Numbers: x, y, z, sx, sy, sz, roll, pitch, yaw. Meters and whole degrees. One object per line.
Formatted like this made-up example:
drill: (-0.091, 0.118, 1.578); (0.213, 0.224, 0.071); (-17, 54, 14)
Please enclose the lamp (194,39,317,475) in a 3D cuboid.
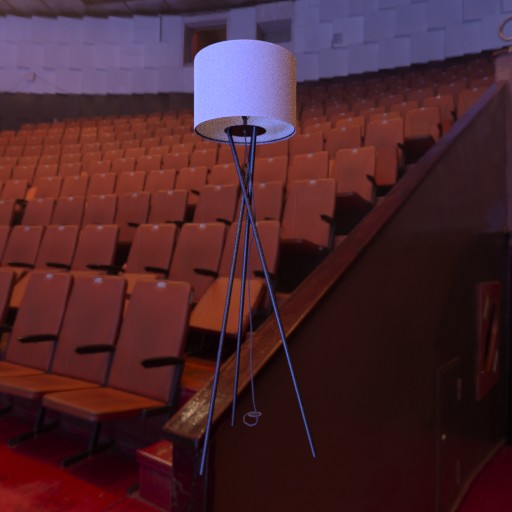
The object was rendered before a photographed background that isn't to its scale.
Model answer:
lamp: (0.000, 0.000, 1.894); (0.522, 1.624, 0.667); (0, 0, 36)
